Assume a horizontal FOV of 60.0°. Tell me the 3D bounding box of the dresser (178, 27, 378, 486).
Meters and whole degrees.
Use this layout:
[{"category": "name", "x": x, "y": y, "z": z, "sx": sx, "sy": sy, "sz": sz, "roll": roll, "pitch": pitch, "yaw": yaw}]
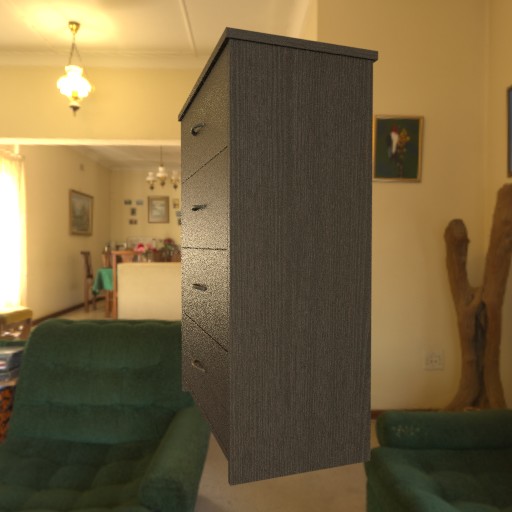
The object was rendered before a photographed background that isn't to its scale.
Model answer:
[{"category": "dresser", "x": 0.000, "y": 0.000, "z": 1.372, "sx": 0.399, "sy": 1.020, "sz": 0.704, "roll": 0, "pitch": 2, "yaw": -18}]
